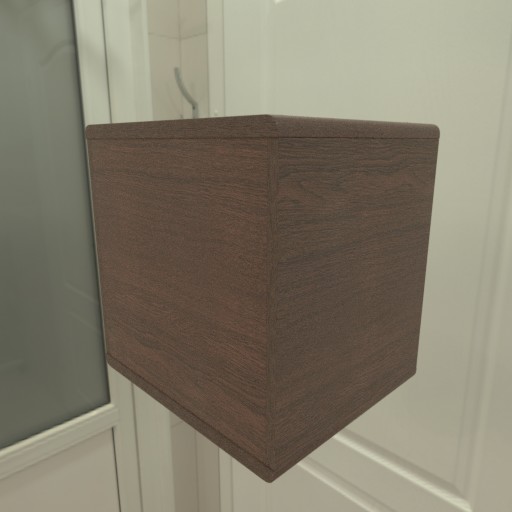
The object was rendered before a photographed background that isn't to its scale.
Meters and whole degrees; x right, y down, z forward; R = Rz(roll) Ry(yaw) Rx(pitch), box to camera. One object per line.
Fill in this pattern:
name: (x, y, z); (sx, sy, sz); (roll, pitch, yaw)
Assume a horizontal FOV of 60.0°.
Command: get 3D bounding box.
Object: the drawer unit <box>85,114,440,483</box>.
drawer unit: (0.000, 0.000, 0.599); (0.290, 0.344, 0.344); (-14, 20, -43)
